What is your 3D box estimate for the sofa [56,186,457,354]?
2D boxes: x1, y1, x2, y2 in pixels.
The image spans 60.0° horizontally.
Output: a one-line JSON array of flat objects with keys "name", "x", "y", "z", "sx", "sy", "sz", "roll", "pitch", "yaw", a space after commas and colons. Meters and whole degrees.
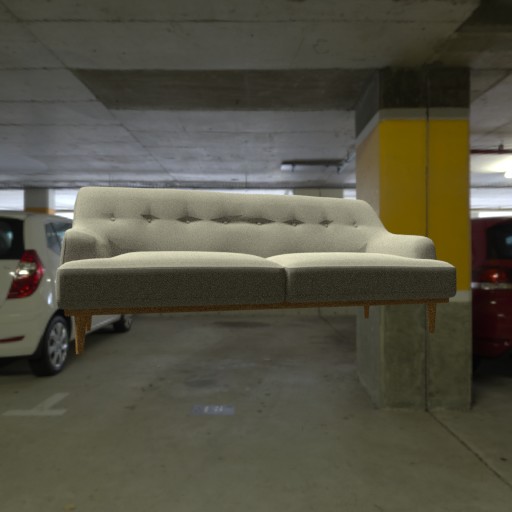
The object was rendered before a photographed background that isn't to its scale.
[{"name": "sofa", "x": 0.000, "y": 0.000, "z": 2.586, "sx": 2.057, "sy": 0.871, "sz": 0.978, "roll": 0, "pitch": -1, "yaw": -18}]
